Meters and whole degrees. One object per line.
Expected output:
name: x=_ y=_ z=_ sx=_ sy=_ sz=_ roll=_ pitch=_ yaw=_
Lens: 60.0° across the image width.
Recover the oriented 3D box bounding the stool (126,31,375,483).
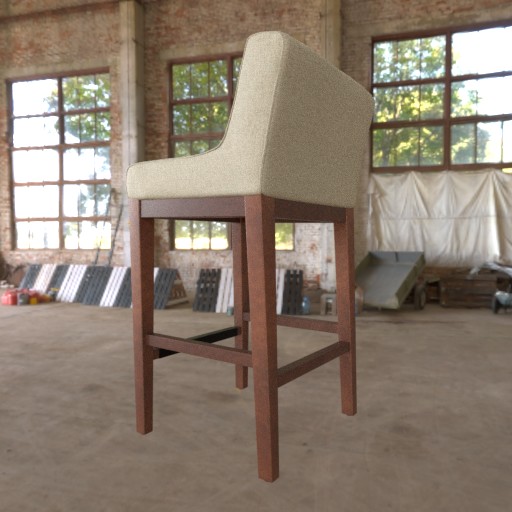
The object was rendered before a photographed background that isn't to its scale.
stool: x=0.000 y=0.000 z=1.215 sx=0.500 sy=0.937 sz=0.511 roll=2 pitch=3 yaw=35
